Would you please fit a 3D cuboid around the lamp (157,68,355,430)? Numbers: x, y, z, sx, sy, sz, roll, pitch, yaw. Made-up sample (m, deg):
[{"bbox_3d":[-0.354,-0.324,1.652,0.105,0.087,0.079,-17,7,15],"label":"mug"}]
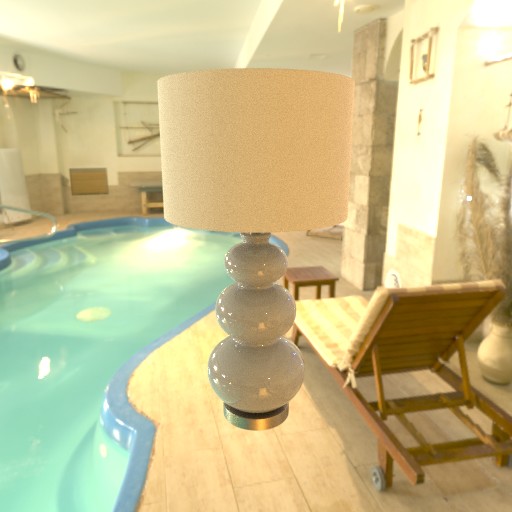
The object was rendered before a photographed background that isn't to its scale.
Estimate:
[{"bbox_3d":[0.000,0.000,0.926,0.367,0.730,0.367,-2,14,-8],"label":"lamp"}]
